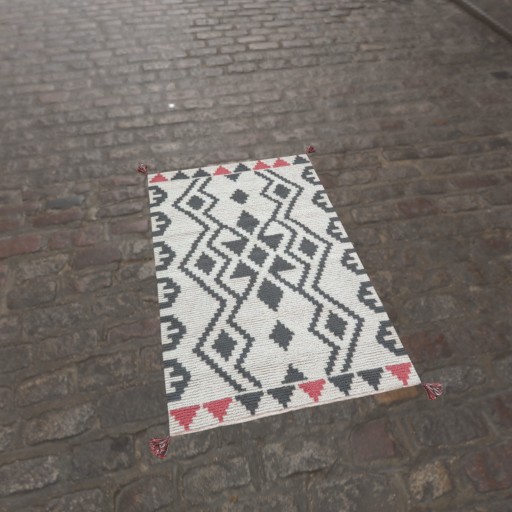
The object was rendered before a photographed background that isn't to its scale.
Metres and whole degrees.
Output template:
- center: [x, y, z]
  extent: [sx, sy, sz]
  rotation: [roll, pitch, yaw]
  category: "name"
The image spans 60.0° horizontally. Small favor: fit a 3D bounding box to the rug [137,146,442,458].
- center: [0.000, 0.000, 3.368]
  extent: [1.741, 0.066, 2.672]
  rotation: [-9, 48, -8]
  category: "rug"
